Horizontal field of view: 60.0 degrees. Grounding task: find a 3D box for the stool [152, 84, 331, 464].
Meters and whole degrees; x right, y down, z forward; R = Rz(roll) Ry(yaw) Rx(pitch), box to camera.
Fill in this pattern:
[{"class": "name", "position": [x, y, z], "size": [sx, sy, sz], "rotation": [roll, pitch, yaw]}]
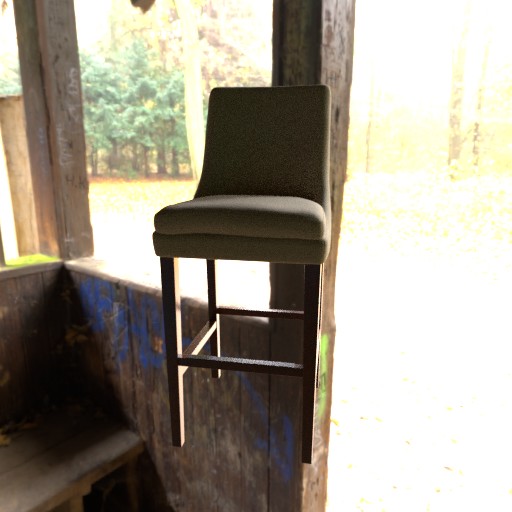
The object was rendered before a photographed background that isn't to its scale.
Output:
[{"class": "stool", "position": [0.000, 0.000, 1.412], "size": [0.470, 1.078, 0.577], "rotation": [3, 14, 10]}]
